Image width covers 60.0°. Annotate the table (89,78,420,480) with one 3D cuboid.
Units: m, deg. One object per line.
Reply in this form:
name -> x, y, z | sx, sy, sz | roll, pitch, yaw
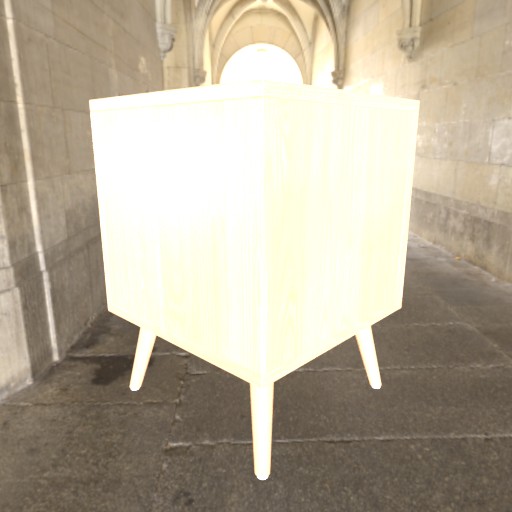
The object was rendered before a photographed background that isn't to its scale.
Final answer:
table -> 0.000, 0.000, 0.827 | 0.400, 0.550, 0.400 | 14, 20, 42
